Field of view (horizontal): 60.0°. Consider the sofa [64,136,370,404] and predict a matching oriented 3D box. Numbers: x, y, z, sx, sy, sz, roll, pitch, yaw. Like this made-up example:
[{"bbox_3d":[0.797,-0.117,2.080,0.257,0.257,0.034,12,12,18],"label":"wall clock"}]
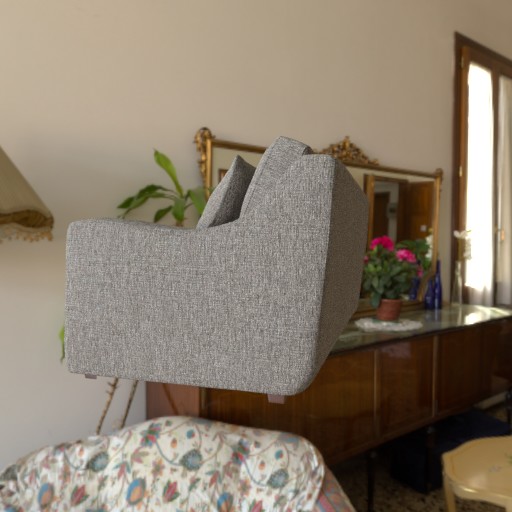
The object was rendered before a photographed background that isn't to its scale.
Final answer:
[{"bbox_3d":[0.000,0.000,2.436,1.120,0.991,1.778,1,2,18],"label":"sofa"}]
